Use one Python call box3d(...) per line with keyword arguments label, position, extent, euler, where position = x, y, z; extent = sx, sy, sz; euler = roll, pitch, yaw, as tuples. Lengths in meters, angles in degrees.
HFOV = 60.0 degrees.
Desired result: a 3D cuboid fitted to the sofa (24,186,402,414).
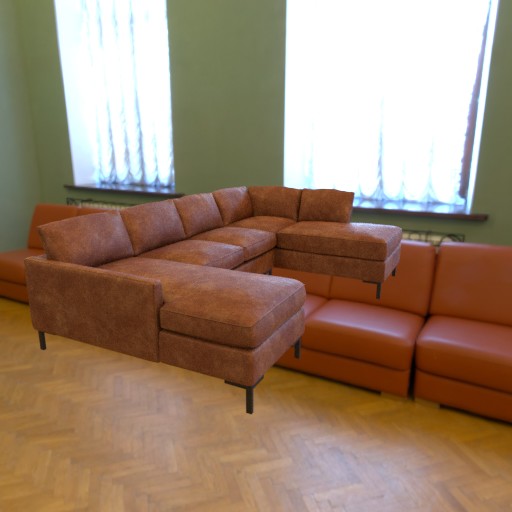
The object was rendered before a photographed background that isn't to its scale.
box3d(label="sofa", position=(0.000, 0.000, 3.781), extent=(1.939, 0.900, 2.956), euler=(7, 16, 26))
